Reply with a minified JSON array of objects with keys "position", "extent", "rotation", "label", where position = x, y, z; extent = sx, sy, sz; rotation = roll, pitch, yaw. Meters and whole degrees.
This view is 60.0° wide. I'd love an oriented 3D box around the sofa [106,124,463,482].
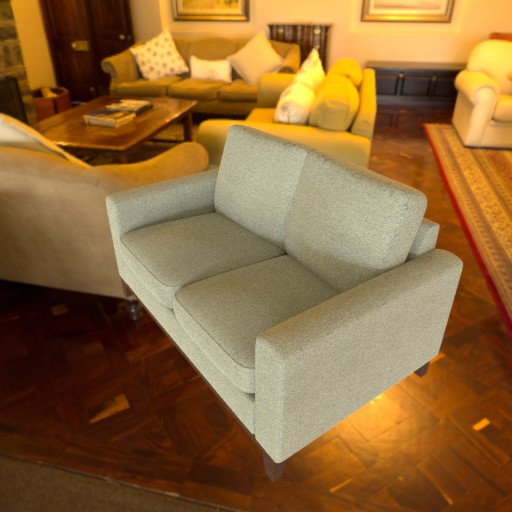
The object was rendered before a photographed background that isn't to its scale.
[{"position":[0.000,0.000,2.006],"extent":[0.917,0.873,1.420],"rotation":[-20,37,-30],"label":"sofa"}]
